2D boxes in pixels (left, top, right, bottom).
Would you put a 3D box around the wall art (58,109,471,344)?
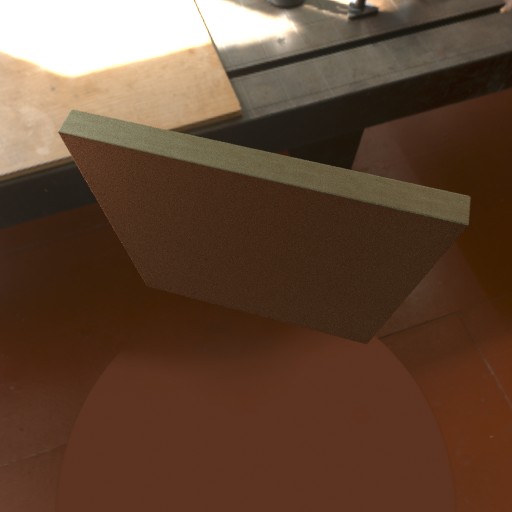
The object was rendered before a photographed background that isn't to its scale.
[{"bbox_3d":[0.000,0.000,0.758,0.503,0.506,0.040,14,65,7],"label":"wall art"}]
